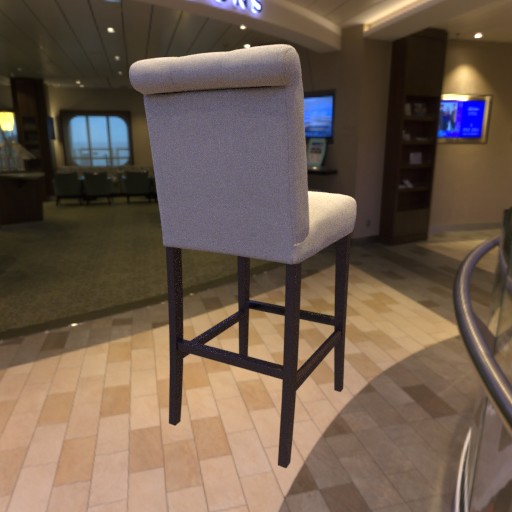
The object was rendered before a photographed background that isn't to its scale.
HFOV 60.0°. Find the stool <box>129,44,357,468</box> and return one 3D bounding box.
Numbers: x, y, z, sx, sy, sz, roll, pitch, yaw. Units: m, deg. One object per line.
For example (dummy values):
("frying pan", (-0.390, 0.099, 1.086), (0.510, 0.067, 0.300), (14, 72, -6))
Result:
("stool", (0.000, 0.000, 1.436), (0.493, 1.140, 0.601), (8, 17, 28))
